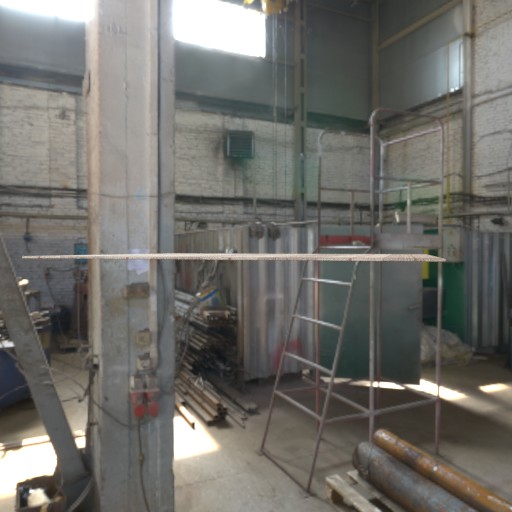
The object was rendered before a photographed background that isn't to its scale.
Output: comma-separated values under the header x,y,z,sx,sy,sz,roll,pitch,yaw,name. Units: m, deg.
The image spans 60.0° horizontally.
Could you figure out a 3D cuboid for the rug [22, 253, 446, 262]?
x,y,z,sx,sy,sz,roll,pitch,yaw,name
0.000,0.000,3.984,2.959,0.016,2.317,0,1,18,rug
